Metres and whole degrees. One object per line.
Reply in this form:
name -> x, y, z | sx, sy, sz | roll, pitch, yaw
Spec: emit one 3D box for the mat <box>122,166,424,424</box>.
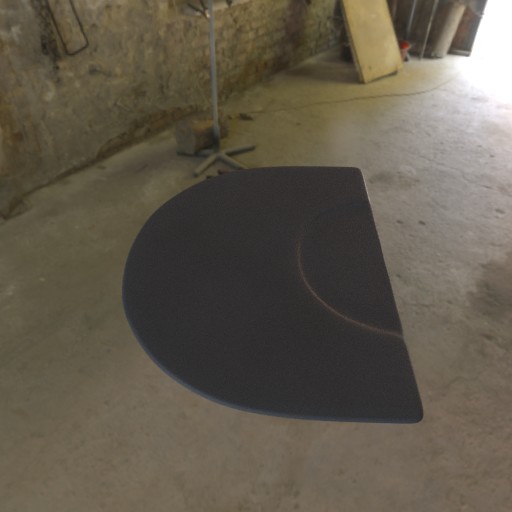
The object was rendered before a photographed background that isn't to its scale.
mat -> 0.000, 0.000, 1.583 | 0.917, 0.016, 1.220 | 1, 43, 1
